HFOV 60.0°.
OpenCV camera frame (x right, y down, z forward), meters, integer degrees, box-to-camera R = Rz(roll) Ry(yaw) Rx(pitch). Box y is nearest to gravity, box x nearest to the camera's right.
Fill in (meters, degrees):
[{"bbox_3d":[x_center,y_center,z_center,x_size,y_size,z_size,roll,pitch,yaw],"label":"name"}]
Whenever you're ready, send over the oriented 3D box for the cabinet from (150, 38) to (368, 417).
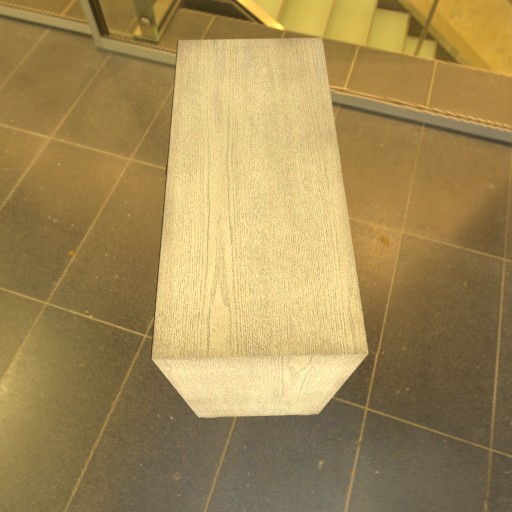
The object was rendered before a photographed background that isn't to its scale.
[{"bbox_3d":[0.000,0.000,1.246,0.370,0.787,0.781,-1,62,-1],"label":"cabinet"}]
